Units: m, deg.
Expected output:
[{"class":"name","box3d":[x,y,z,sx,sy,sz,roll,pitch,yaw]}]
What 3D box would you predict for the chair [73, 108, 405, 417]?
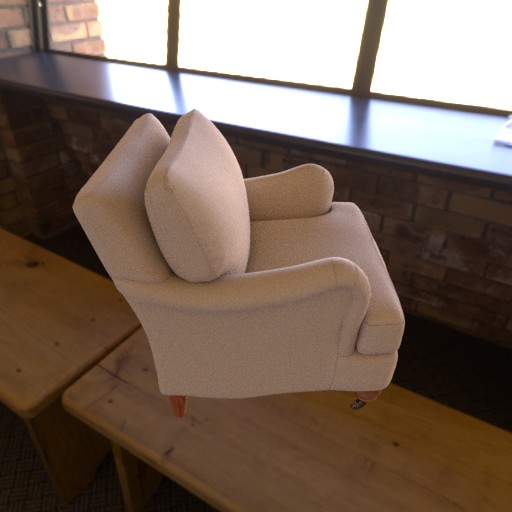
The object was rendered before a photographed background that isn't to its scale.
[{"class":"chair","box3d":[0.000,0.000,1.878,1.070,1.038,0.955,0,33,0]}]
